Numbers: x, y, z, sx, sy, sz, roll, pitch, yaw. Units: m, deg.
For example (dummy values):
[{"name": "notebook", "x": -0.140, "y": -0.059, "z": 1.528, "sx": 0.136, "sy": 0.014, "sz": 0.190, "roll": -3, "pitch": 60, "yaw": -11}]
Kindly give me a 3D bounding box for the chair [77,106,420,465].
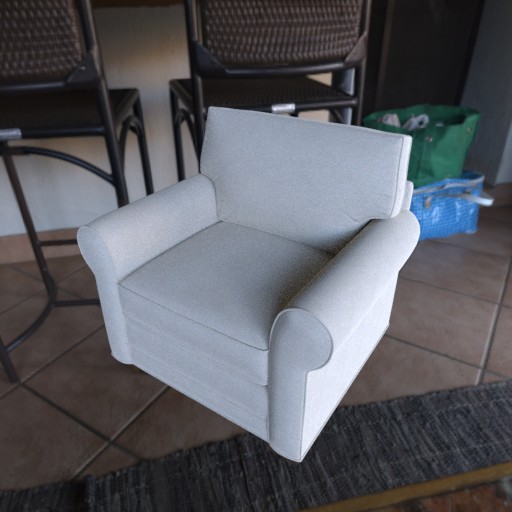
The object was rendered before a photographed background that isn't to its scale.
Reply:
[{"name": "chair", "x": 0.000, "y": 0.000, "z": 1.720, "sx": 1.040, "sy": 0.955, "sz": 0.863, "roll": 19, "pitch": 35, "yaw": 29}]
